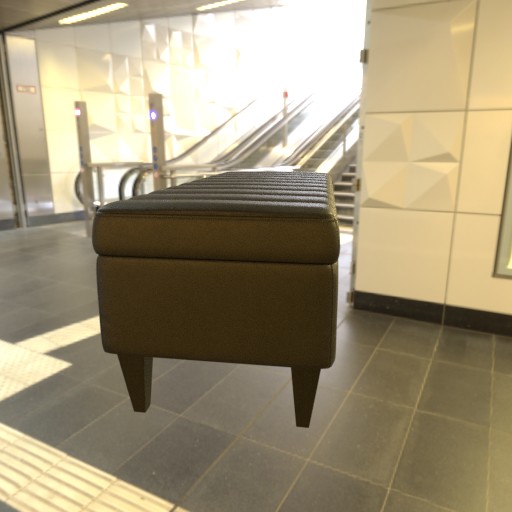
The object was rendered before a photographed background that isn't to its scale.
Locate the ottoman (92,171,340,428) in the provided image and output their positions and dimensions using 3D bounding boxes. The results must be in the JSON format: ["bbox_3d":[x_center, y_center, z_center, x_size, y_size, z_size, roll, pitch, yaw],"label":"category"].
[{"bbox_3d":[0.000,0.000,1.398,0.482,0.469,1.151,2,14,8],"label":"ottoman"}]
